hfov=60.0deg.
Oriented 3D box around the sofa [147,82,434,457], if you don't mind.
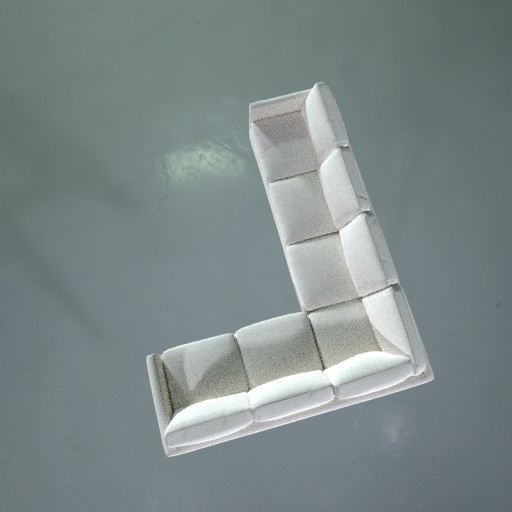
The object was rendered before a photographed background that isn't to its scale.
[{"bbox_3d":[0.000,0.000,4.641,2.593,0.947,3.302,-15,76,-4],"label":"sofa"}]
